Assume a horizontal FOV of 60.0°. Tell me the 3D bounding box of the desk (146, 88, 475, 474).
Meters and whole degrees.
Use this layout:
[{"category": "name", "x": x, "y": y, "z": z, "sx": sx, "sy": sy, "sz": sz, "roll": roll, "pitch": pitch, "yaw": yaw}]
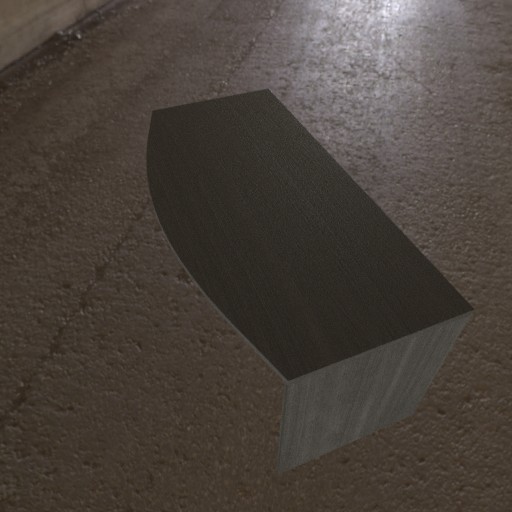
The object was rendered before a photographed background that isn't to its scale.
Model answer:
[{"category": "desk", "x": 0.000, "y": 0.000, "z": 2.042, "sx": 0.802, "sy": 0.750, "sz": 1.600, "roll": -16, "pitch": 48, "yaw": -15}]
